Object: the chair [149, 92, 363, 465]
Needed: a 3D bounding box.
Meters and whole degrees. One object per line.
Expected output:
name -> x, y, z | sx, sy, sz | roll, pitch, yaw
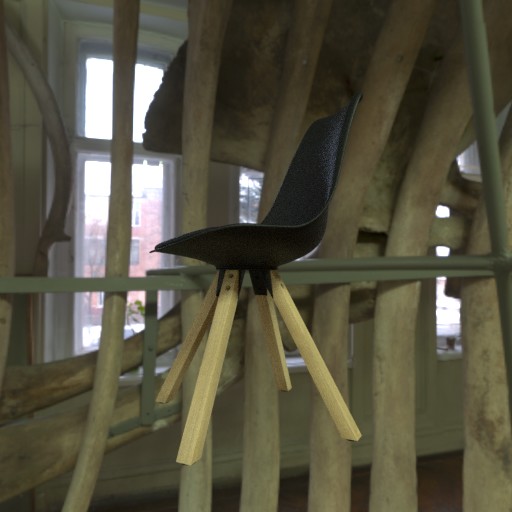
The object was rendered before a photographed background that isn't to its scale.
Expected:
chair -> 0.000, 0.000, 1.174 | 0.549, 0.850, 0.485 | 0, -1, -18
